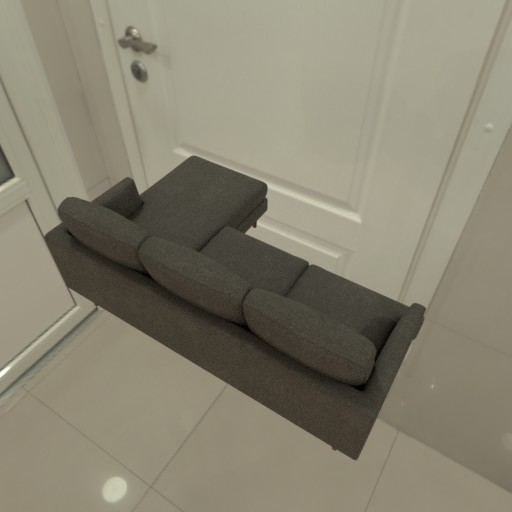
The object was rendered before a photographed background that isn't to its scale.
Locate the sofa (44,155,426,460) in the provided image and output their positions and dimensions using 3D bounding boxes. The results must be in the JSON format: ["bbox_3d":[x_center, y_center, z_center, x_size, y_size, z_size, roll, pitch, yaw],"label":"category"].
[{"bbox_3d":[0.000,0.000,2.967,2.233,0.956,1.504,25,51,22],"label":"sofa"}]
